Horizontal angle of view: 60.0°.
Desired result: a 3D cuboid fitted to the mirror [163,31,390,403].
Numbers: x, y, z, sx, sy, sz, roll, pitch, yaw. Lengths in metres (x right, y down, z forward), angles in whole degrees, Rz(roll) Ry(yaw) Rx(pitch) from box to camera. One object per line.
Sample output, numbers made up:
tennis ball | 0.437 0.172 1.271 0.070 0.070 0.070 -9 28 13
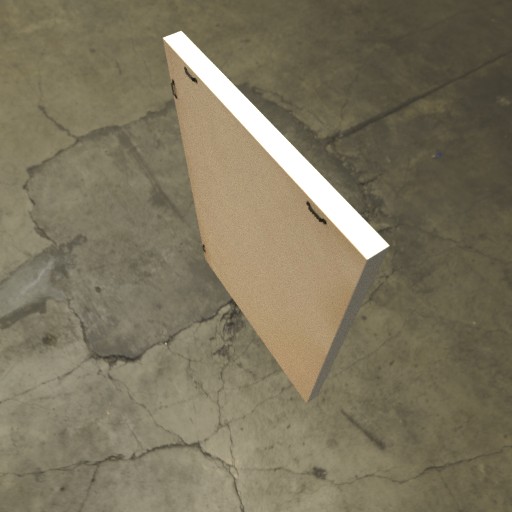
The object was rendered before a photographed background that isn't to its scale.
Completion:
mirror | 0.000 0.000 0.925 0.040 0.710 0.507 -30 63 -17
